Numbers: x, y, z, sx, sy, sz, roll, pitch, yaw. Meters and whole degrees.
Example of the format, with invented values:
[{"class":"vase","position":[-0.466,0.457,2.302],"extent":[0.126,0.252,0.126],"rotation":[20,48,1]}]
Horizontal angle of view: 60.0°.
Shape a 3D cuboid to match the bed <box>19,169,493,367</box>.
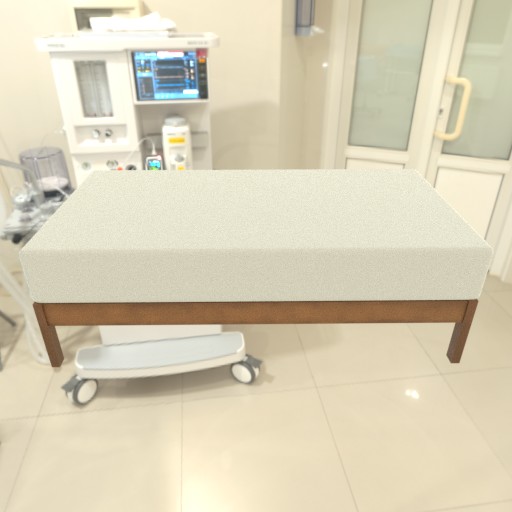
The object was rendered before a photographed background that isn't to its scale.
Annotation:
[{"class":"bed","position":[0.000,0.000,2.317],"extent":[1.902,0.616,0.961],"rotation":[0,30,-1]}]
